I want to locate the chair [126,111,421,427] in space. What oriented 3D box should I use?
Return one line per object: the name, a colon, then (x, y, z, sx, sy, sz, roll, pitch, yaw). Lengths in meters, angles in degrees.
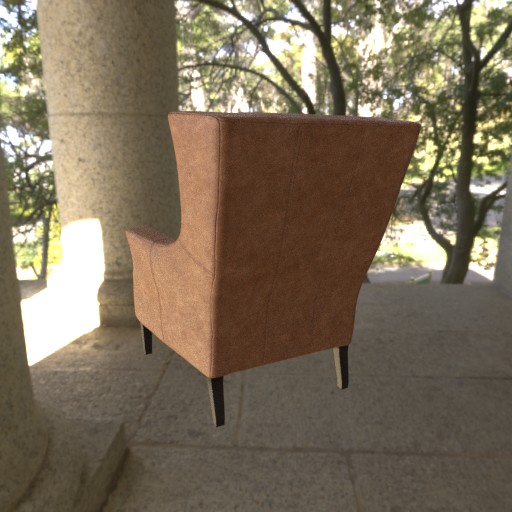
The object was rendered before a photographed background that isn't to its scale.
chair: (0.000, 0.000, 1.707, 0.853, 1.016, 0.926, -7, 15, -26)
